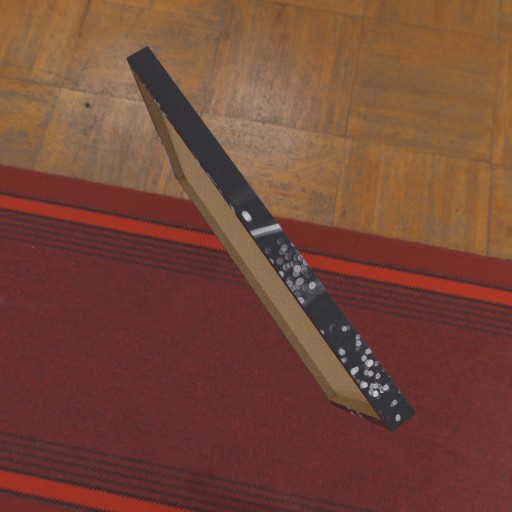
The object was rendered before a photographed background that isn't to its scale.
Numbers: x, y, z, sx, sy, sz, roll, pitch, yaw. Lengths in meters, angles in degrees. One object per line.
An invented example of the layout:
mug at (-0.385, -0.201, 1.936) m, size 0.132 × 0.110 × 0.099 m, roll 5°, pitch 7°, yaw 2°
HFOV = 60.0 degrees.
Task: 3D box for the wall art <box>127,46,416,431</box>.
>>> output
wall art at (0.000, 0.000, 0.770) m, size 0.037 × 0.406 × 0.609 m, roll -33°, pitch 78°, yaw -8°
